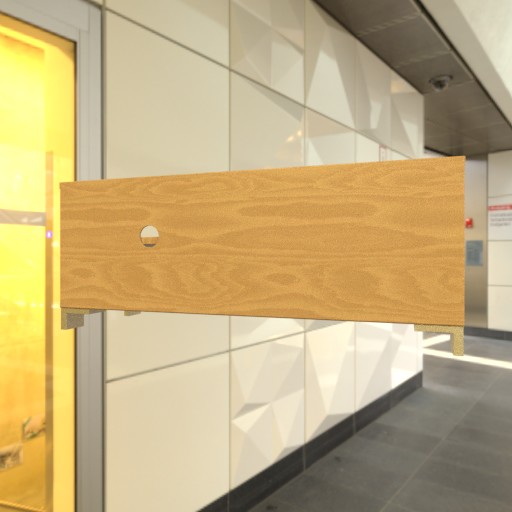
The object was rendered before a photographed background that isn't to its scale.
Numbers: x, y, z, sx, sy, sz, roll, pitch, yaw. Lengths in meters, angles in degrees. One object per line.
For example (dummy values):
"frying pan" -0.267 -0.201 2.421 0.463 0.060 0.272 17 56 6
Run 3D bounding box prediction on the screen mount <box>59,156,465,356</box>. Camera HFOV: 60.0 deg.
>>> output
"screen mount" 0.000 0.000 1.314 1.084 0.432 0.406 0 0 19
